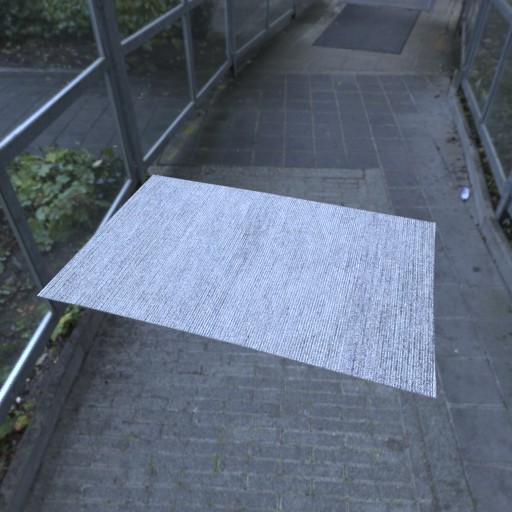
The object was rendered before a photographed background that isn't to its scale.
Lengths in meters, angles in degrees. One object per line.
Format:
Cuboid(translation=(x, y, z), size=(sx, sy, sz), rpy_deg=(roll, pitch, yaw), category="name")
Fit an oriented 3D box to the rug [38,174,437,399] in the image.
Cuboid(translation=(0.000, 0.000, 2.286), size=(1.789, 0.021, 1.159), rpy_deg=(12, 42, 13), category="rug")
